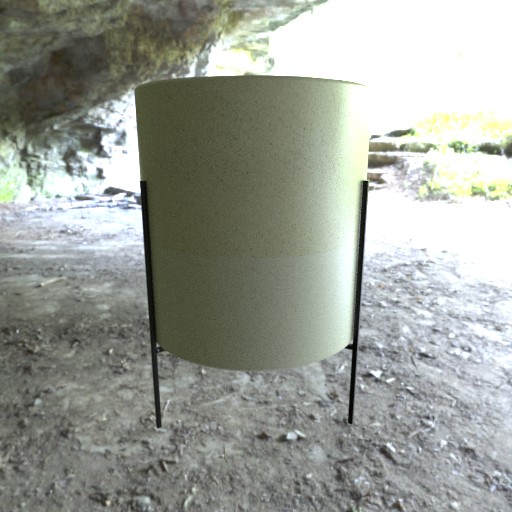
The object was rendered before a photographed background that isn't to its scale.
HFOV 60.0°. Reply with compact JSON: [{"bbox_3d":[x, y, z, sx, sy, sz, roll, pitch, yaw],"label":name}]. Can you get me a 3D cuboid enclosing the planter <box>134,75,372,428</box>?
[{"bbox_3d":[0.000,0.000,0.683,0.333,0.483,0.324,8,17,27],"label":"planter"}]
